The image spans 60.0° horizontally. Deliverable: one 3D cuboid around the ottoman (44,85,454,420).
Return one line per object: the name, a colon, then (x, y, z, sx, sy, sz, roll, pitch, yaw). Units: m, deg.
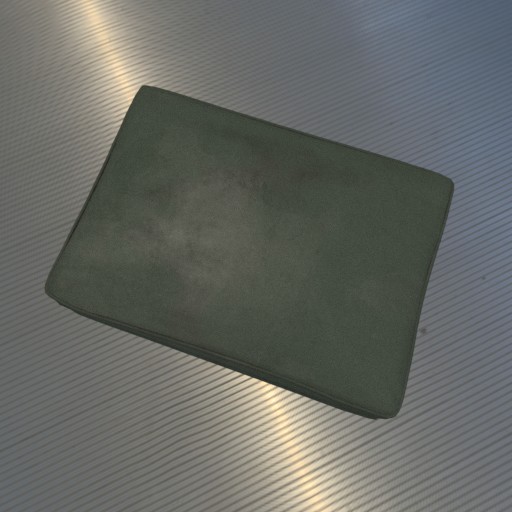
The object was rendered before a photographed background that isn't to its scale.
ottoman: (0.000, 0.000, 1.247, 0.864, 0.495, 0.632, 18, 76, 5)
